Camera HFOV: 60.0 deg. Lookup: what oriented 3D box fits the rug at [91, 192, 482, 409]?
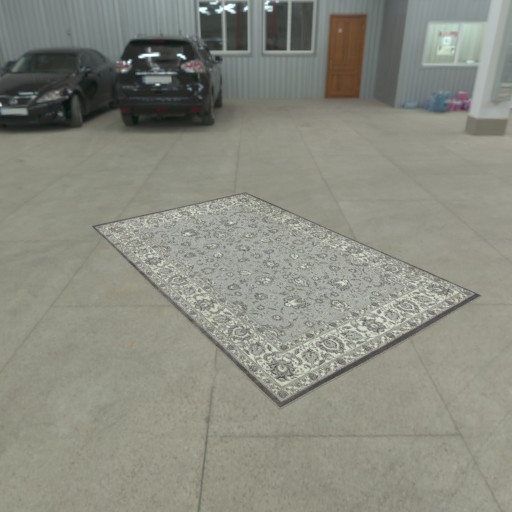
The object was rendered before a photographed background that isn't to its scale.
[{"bbox_3d":[0.000,0.000,3.073,1.524,0.011,2.438,-18,31,-32],"label":"rug"}]
